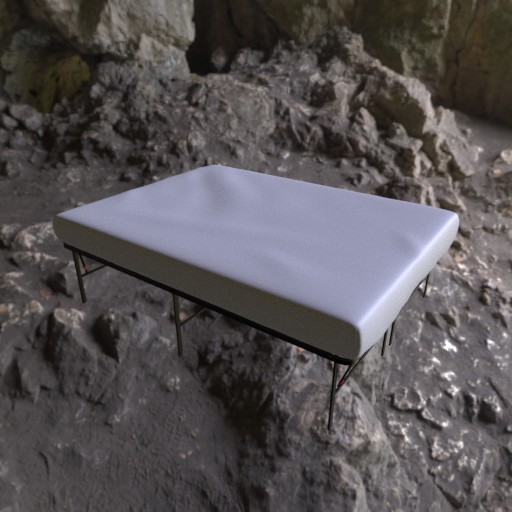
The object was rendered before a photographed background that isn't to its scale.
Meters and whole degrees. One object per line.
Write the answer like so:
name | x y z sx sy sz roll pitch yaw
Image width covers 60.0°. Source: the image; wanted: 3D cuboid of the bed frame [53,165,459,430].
bed frame | 0.000 0.000 2.930 2.151 0.667 1.584 18 31 32
